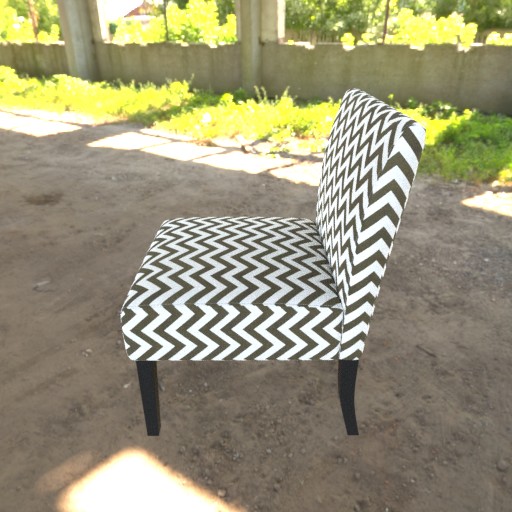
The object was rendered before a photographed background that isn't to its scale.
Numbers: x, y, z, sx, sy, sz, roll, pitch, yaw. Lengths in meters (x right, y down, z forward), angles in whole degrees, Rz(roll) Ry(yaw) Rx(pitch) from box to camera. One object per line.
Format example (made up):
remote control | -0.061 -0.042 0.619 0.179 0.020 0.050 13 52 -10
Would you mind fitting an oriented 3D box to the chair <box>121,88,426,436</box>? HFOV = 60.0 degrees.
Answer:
chair | 0.000 0.000 1.256 0.648 0.838 0.589 0 27 0
